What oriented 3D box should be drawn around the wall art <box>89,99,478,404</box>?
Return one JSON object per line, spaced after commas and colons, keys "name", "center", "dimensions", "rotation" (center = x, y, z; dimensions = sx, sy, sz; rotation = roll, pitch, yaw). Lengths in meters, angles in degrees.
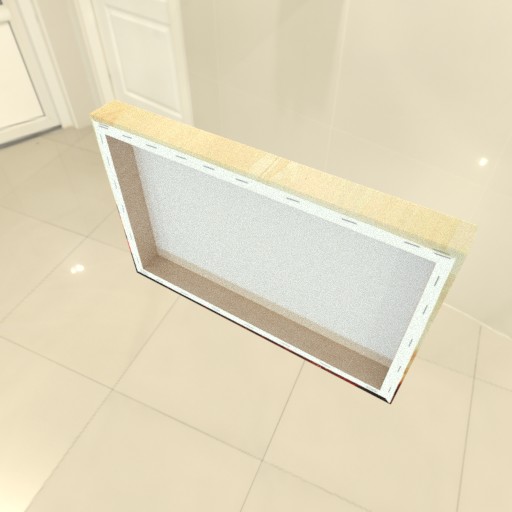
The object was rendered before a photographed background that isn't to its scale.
{"name": "wall art", "center": [0.000, 0.000, 0.492], "dimensions": [0.383, 0.251, 0.037], "rotation": [24, 52, 21]}
